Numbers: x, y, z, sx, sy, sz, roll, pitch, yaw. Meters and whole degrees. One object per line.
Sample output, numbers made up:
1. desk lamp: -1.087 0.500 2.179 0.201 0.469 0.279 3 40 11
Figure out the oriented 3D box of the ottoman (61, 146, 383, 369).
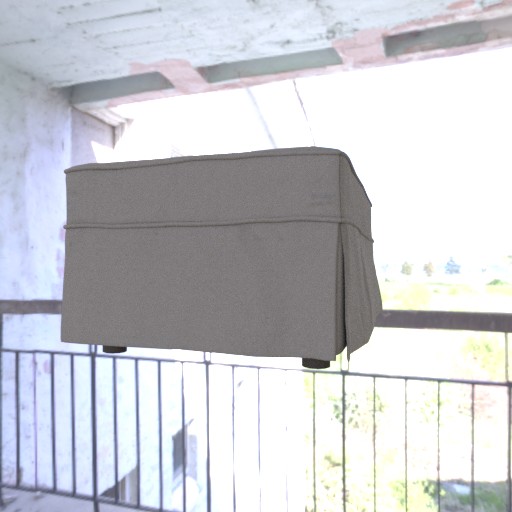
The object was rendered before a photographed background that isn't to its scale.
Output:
1. ottoman: 0.000 0.000 1.340 0.703 0.479 0.944 0 -1 18
